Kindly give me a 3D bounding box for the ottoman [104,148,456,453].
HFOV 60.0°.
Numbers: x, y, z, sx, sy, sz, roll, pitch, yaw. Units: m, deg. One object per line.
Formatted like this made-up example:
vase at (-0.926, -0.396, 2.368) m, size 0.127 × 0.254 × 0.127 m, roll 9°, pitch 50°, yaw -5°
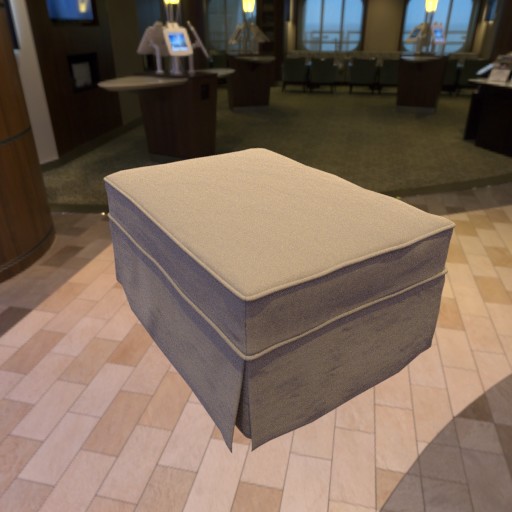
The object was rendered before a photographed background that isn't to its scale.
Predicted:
ottoman at (0.000, 0.000, 1.379) m, size 0.703 × 0.479 × 0.944 m, roll -17°, pitch 32°, yaw -29°
